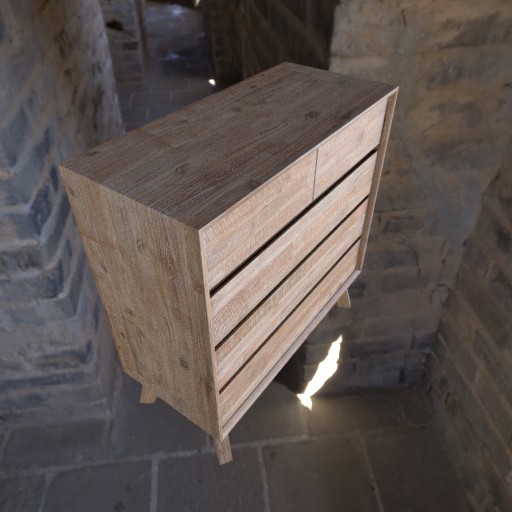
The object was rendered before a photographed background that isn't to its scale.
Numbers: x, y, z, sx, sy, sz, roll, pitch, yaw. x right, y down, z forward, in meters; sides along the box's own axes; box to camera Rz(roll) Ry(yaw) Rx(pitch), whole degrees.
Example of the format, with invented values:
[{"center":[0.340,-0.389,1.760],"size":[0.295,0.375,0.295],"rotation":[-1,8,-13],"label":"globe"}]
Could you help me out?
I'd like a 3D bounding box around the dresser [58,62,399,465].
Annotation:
[{"center":[0.000,0.000,1.604],"size":[0.455,1.029,0.998],"rotation":[25,46,27],"label":"dresser"}]
